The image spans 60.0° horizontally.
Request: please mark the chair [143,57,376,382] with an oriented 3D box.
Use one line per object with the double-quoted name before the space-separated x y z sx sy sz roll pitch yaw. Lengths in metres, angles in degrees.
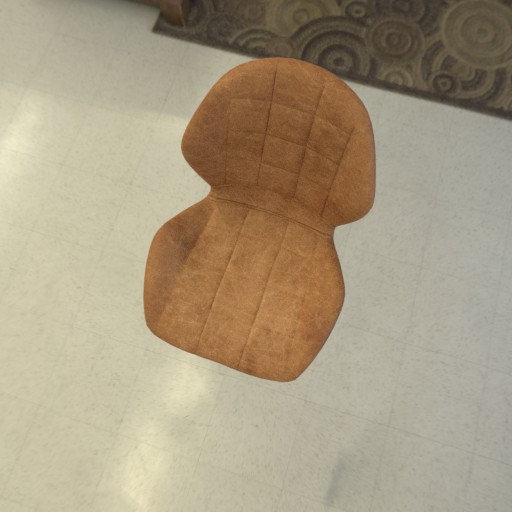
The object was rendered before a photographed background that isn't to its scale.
"chair" 0.000 0.000 1.283 0.527 0.929 0.640 19 76 5
